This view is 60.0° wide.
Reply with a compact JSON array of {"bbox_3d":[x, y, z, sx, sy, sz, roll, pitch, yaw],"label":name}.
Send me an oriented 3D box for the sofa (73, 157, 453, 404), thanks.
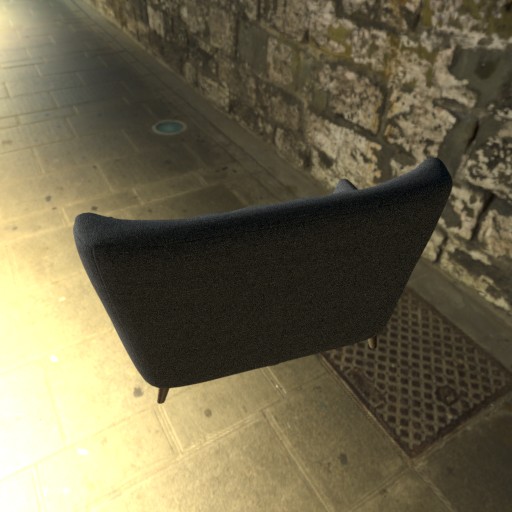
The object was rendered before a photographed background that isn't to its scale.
[{"bbox_3d":[0.000,0.000,2.030,1.358,1.028,0.874,-11,42,-13],"label":"sofa"}]
